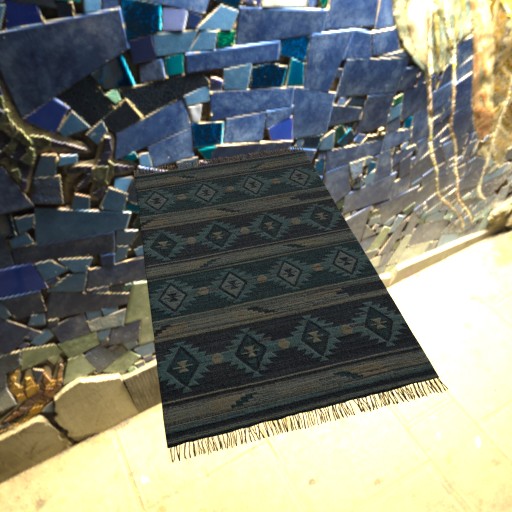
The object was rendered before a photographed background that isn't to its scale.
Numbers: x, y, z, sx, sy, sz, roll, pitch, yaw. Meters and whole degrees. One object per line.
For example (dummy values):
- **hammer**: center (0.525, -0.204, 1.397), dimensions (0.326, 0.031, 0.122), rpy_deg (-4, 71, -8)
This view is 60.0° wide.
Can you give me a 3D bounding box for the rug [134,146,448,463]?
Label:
- **rug**: center (0.000, 0.000, 2.407), dimensions (1.181, 0.028, 1.936), rpy_deg (-11, 47, -10)
